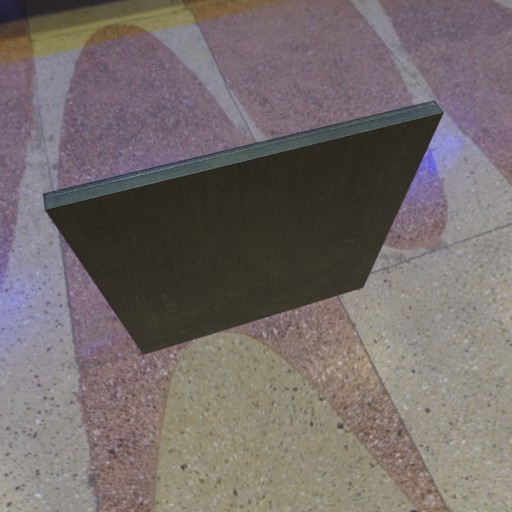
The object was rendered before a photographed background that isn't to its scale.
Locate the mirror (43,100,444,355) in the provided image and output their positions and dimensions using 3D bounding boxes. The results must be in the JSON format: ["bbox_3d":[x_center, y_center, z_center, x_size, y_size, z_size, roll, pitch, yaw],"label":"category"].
[{"bbox_3d":[0.000,0.000,0.571,0.382,0.381,0.020,-16,60,-9],"label":"mirror"}]
